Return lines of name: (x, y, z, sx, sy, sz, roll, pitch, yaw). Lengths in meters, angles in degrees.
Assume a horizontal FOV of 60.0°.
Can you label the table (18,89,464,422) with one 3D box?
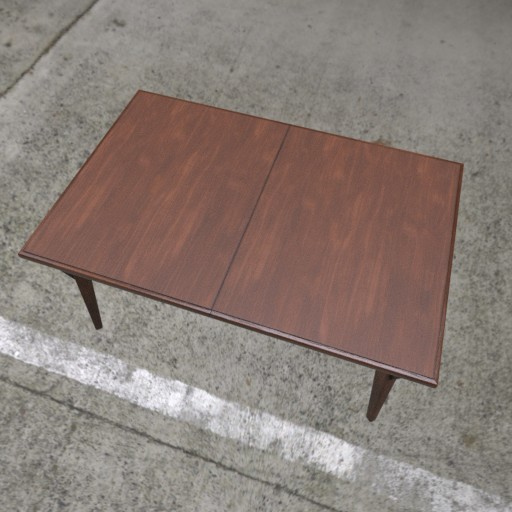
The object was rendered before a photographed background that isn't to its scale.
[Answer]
table: (0.000, 0.000, 2.070, 1.524, 0.761, 0.990, 16, 59, 10)
